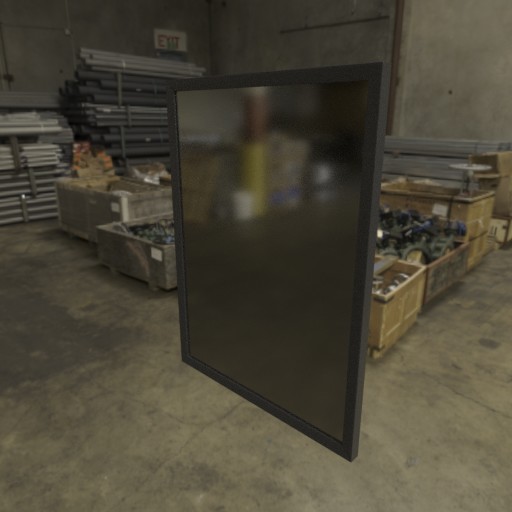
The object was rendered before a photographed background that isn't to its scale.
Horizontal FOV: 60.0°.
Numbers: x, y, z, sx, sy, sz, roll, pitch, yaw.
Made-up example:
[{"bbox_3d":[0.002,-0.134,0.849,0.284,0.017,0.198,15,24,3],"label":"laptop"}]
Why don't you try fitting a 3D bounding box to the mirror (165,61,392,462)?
[{"bbox_3d":[0.000,0.000,1.328,0.762,1.016,0.040,16,24,41],"label":"mirror"}]
